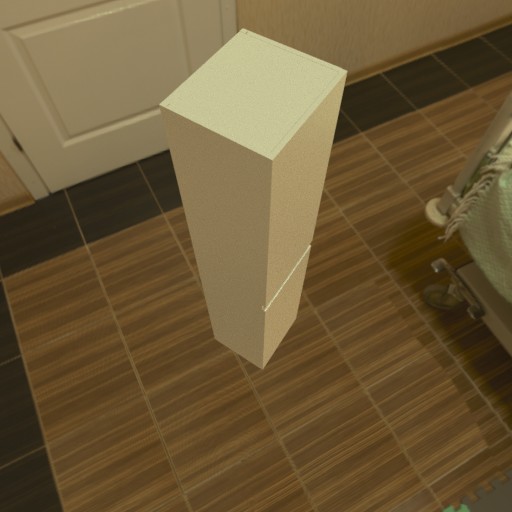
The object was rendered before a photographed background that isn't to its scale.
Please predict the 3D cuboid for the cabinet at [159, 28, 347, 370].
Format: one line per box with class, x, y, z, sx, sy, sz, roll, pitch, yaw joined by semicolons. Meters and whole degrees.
cabinet;0.000;0.000;1.523;0.269;1.400;0.300;30;64;16
